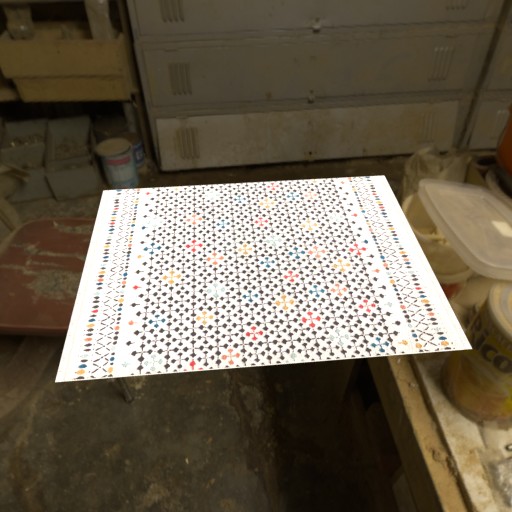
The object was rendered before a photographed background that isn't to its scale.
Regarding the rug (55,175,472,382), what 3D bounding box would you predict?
[{"bbox_3d":[0.000,0.000,4.206,3.196,0.007,2.354,-4,45,-4],"label":"rug"}]
